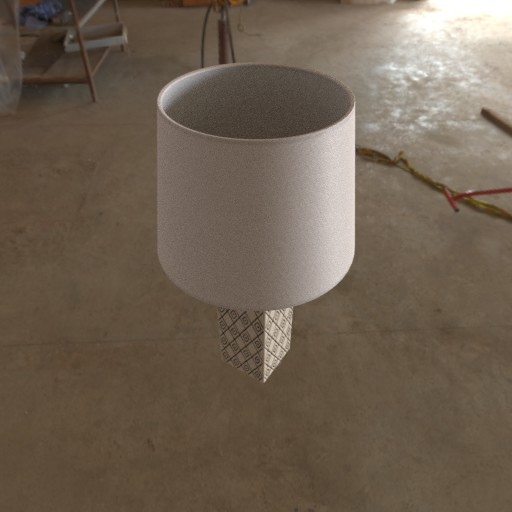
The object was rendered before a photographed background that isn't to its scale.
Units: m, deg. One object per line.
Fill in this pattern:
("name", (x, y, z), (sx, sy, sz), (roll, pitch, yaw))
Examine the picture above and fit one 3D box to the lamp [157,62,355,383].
("lamp", (0.000, 0.000, 0.593), (0.251, 0.435, 0.251), (0, 42, 0))
